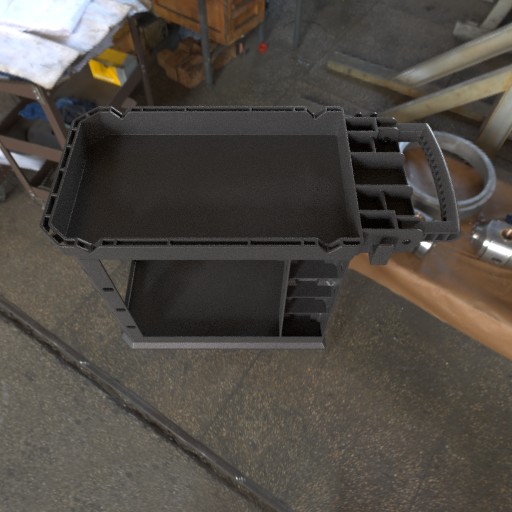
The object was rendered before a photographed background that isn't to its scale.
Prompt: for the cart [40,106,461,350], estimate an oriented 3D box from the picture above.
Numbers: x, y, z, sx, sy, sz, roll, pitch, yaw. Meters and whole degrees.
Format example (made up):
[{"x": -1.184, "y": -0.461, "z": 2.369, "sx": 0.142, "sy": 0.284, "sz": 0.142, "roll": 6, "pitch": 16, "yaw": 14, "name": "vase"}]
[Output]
[{"x": 0.000, "y": 0.000, "z": 1.557, "sx": 1.061, "sy": 0.884, "sz": 0.497, "roll": 0, "pitch": 58, "yaw": 0, "name": "cart"}]
